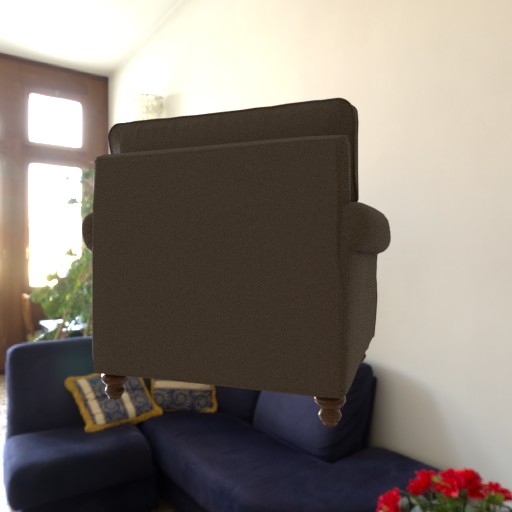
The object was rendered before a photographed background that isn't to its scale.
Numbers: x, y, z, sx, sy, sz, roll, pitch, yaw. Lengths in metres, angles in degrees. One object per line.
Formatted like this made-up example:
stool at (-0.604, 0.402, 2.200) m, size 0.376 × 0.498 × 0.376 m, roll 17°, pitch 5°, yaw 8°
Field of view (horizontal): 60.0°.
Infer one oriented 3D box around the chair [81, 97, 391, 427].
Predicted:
chair at (0.000, 0.000, 1.760) m, size 1.029 × 0.967 × 0.966 m, roll 0°, pitch 0°, yaw 19°
